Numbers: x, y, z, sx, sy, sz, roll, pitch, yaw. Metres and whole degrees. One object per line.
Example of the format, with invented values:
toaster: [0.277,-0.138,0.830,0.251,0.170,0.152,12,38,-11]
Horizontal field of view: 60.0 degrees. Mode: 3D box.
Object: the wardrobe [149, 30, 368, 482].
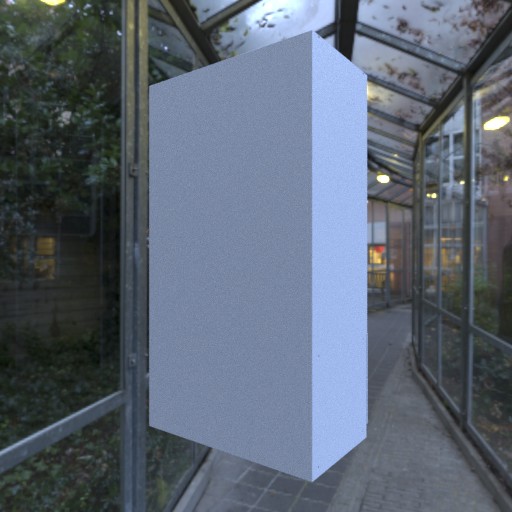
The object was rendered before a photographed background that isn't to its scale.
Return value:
wardrobe: [0.000,0.000,2.297,0.991,1.808,0.577,0,0,37]
